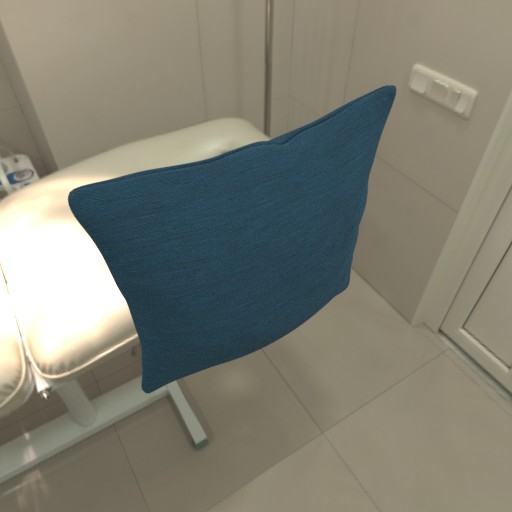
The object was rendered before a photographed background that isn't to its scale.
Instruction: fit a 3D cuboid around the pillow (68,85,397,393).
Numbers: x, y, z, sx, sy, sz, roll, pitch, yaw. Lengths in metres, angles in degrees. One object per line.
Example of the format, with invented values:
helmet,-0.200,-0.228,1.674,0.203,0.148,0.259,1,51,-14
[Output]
pillow,0.000,0.000,0.658,0.437,0.420,0.177,-24,51,-22
